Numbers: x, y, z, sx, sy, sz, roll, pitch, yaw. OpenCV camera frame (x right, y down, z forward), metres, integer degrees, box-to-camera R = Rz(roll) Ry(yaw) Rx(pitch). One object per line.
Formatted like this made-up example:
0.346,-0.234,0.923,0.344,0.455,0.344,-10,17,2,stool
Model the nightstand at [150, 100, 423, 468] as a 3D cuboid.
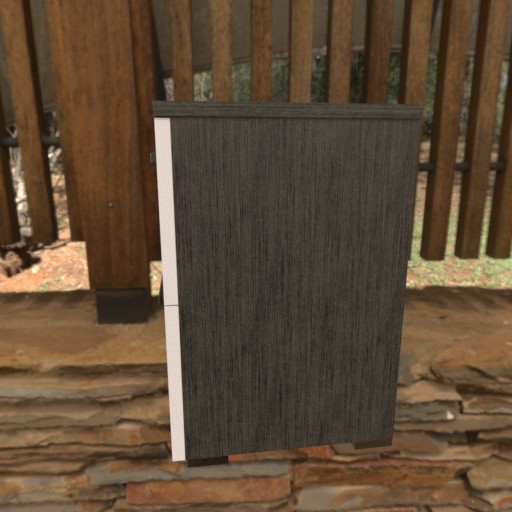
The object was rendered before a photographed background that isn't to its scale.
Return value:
0.000,0.000,0.759,0.325,0.460,0.441,-2,14,-9,nightstand
